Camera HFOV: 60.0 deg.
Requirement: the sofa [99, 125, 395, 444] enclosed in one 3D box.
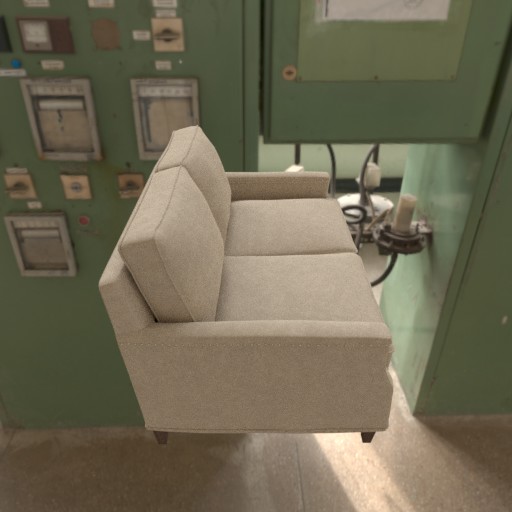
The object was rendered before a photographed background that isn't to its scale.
[{"bbox_3d":[0.000,0.000,2.281,1.084,1.002,1.597,0,32,0],"label":"sofa"}]
